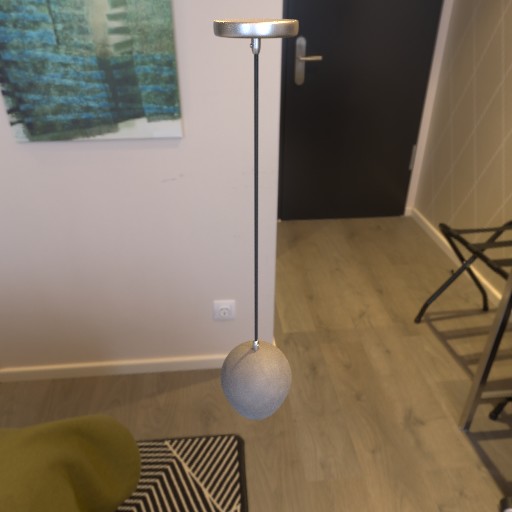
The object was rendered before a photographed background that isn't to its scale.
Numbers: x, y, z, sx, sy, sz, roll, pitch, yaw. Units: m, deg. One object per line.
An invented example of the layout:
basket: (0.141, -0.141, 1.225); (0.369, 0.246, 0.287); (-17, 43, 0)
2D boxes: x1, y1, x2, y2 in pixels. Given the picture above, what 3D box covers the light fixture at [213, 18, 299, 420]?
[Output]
light fixture: (0.000, 0.000, 0.809); (0.153, 0.760, 0.153); (-20, 36, -30)
